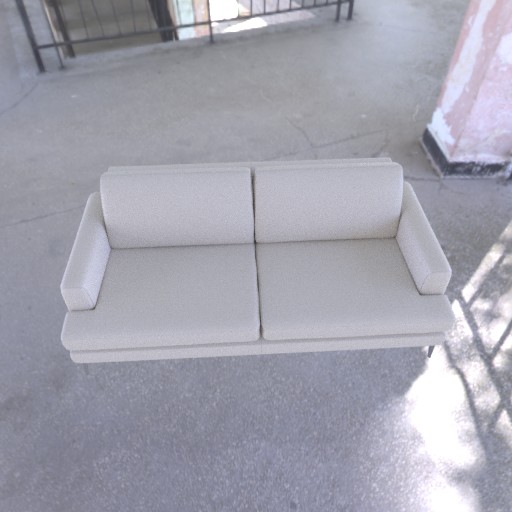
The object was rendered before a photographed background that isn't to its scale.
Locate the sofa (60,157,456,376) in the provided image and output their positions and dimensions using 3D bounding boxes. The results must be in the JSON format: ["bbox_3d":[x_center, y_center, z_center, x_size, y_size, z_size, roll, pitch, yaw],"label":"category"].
[{"bbox_3d":[0.000,0.000,2.454,1.940,0.765,0.974,-2,46,-2],"label":"sofa"}]
